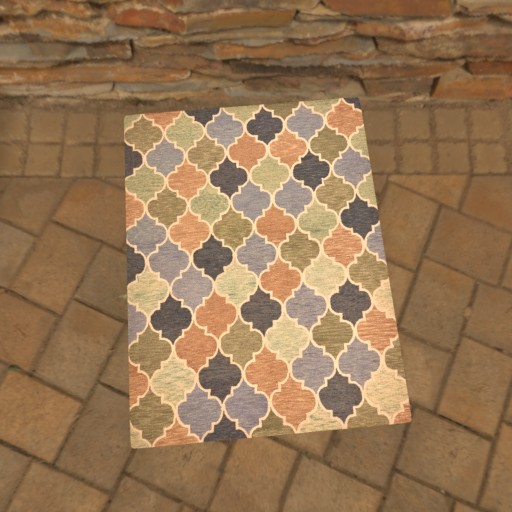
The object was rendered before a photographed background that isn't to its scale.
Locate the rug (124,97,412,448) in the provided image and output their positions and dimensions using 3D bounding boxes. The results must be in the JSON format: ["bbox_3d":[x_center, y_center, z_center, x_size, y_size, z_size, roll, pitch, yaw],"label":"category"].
[{"bbox_3d":[0.000,0.000,4.204,2.439,0.013,3.200,-5,76,-1],"label":"rug"}]
